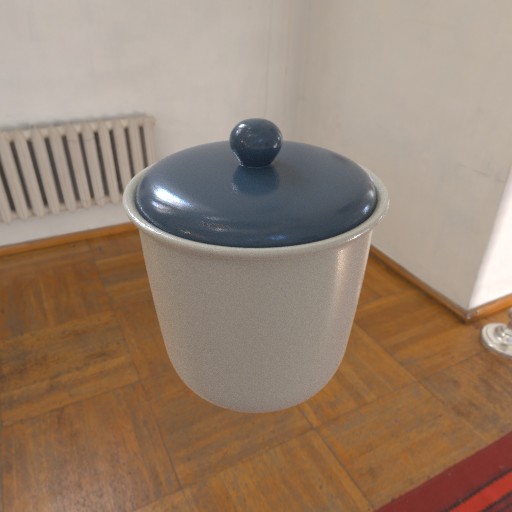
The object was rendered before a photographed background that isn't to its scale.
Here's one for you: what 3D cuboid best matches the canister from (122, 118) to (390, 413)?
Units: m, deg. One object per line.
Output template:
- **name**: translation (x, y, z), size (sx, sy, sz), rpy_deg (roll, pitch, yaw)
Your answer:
- **canister**: translation (0.000, 0.000, 0.342), size (0.182, 0.208, 0.182), rpy_deg (0, 32, 0)
